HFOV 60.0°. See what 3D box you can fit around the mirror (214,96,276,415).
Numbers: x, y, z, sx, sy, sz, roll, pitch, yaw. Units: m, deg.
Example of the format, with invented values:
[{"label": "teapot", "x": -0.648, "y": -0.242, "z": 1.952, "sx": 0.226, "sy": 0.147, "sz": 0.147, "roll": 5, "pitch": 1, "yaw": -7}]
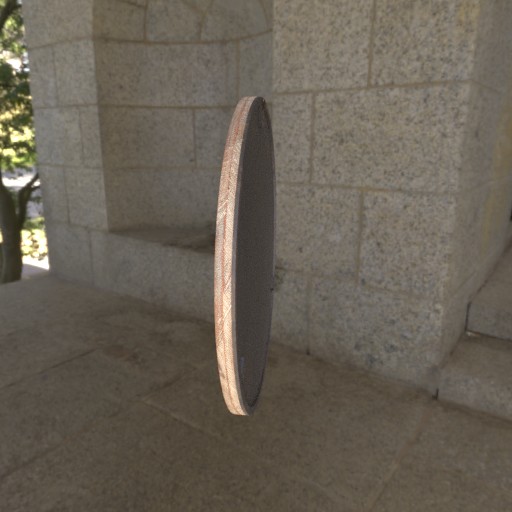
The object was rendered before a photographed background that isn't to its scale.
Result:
[{"label": "mirror", "x": 0.000, "y": 0.000, "z": 1.051, "sx": 0.038, "sy": 0.710, "sz": 0.710, "roll": 2, "pitch": 15, "yaw": 8}]
